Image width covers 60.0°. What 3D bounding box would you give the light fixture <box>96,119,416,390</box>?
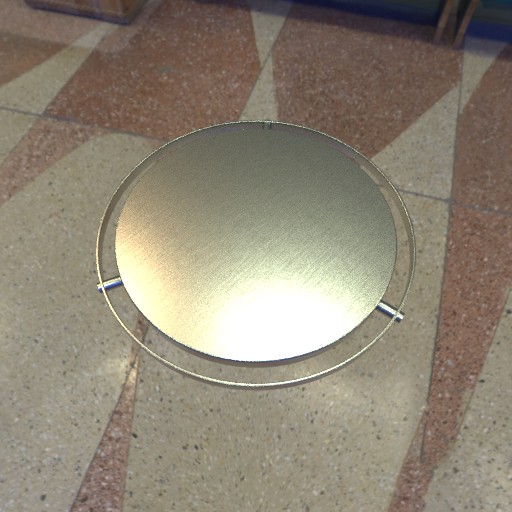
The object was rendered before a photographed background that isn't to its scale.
[{"bbox_3d":[0.000,0.000,0.559,0.361,0.130,0.361,0,58,0],"label":"light fixture"}]
